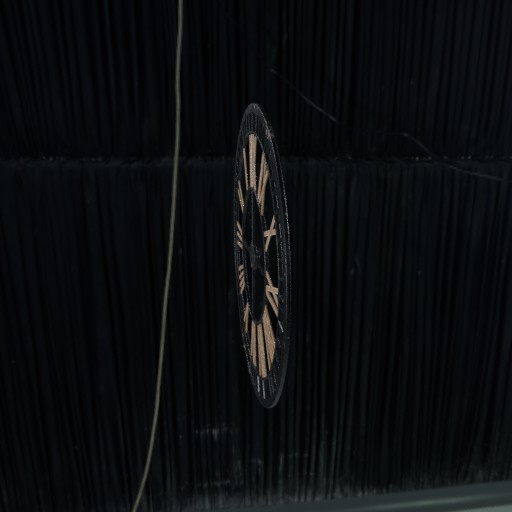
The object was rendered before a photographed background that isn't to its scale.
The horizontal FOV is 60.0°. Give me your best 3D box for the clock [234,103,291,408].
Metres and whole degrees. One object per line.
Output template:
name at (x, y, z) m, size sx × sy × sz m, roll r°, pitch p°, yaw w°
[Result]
clock at (0.000, 0.000, 1.296) m, size 0.025 × 0.843 × 0.843 m, roll -3°, pitch 16°, yaw -10°
